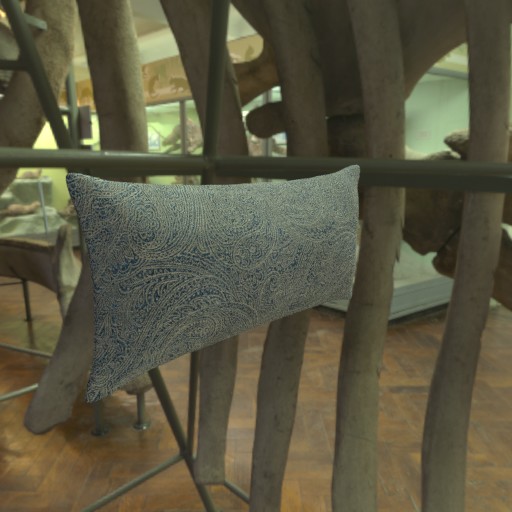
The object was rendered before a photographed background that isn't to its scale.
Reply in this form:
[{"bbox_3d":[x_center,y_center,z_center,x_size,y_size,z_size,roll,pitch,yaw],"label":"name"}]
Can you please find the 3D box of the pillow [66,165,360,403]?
[{"bbox_3d":[0.000,0.000,0.752,0.151,0.295,0.615,12,18,44],"label":"pillow"}]
